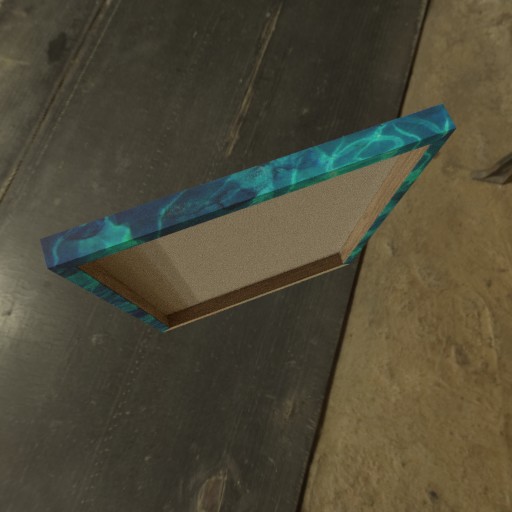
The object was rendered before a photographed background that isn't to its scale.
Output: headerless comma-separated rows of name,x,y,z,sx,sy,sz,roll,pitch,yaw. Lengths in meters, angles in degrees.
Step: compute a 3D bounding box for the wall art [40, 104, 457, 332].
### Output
wall art,0.000,0.000,0.825,0.508,0.635,0.038,-20,75,-6
